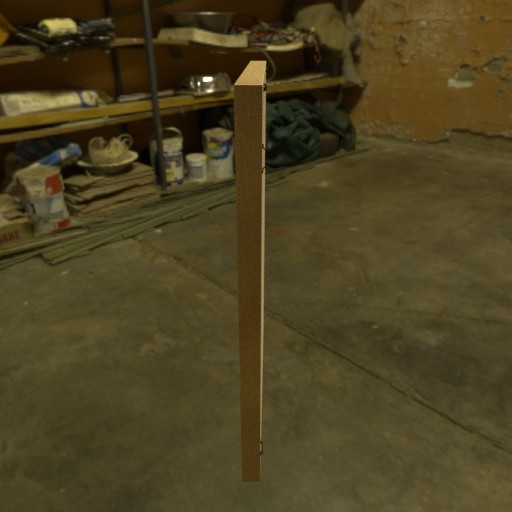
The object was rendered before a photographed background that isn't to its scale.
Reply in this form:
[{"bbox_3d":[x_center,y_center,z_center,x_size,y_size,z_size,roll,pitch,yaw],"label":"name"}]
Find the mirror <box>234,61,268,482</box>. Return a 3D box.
[{"bbox_3d":[0.000,0.000,0.913,0.039,0.710,0.507,1,27,1],"label":"mirror"}]
